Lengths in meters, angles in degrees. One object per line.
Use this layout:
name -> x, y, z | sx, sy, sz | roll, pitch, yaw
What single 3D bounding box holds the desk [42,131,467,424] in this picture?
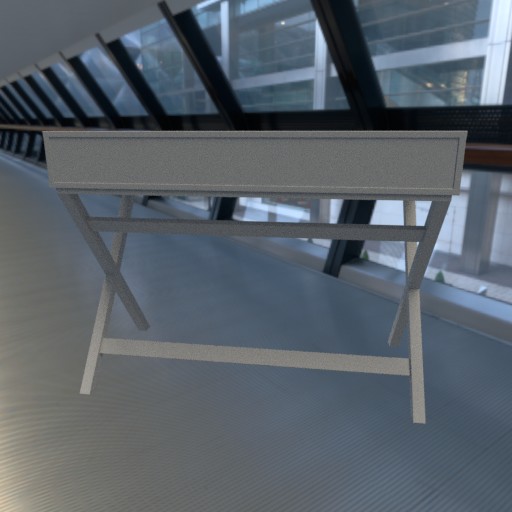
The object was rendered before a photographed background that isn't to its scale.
desk -> 0.000, 0.000, 1.444 | 1.057, 0.780, 0.525 | 2, 16, 8
